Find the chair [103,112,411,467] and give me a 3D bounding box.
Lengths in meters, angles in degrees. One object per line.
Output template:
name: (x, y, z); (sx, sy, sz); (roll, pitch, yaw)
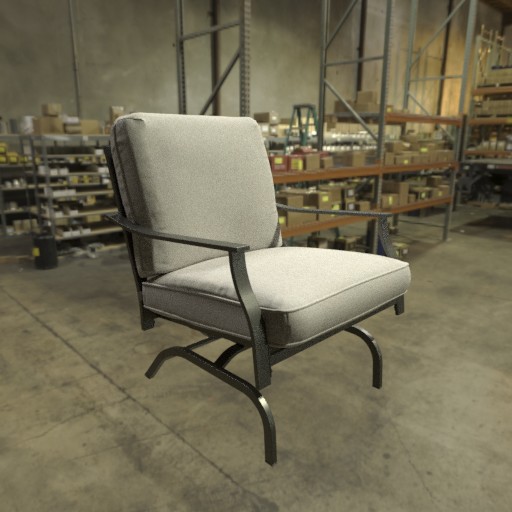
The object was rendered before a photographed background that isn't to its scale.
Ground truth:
chair: (0.000, 0.000, 1.385); (0.650, 0.860, 0.787); (-14, 20, -42)
